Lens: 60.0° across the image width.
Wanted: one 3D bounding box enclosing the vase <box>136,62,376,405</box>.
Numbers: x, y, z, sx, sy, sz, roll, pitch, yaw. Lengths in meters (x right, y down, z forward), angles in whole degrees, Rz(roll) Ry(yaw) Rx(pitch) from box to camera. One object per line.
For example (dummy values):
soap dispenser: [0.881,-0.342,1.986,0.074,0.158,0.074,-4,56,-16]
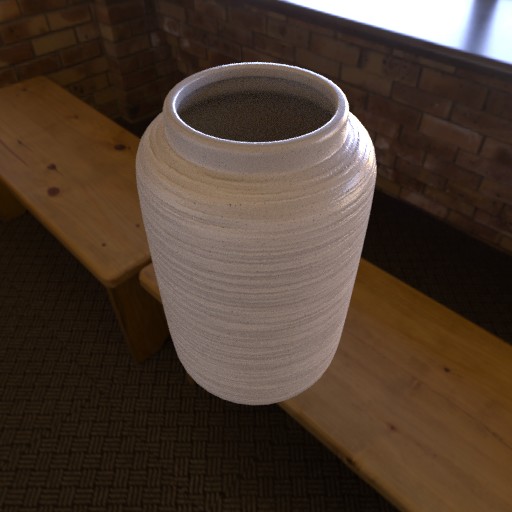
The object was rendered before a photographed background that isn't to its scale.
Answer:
vase: [0.000,0.000,0.451,0.202,0.335,0.202,0,45,0]
